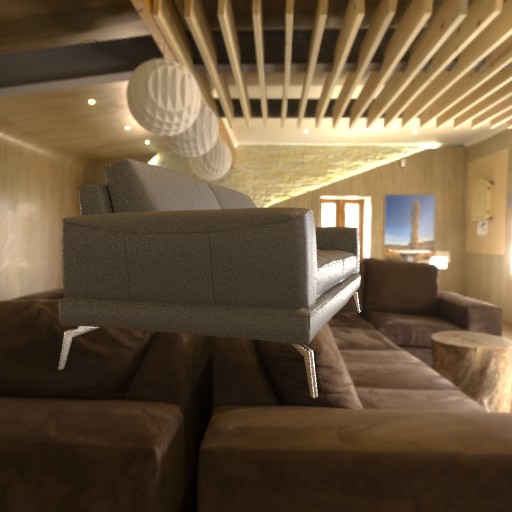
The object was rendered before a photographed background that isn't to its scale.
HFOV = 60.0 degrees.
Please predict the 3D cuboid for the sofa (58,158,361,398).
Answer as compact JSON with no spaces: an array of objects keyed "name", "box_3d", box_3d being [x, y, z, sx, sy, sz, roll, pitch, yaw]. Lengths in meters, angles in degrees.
[{"name":"sofa","box_3d":[0.000,0.000,2.696,1.121,0.930,2.177,1,2,18]}]
